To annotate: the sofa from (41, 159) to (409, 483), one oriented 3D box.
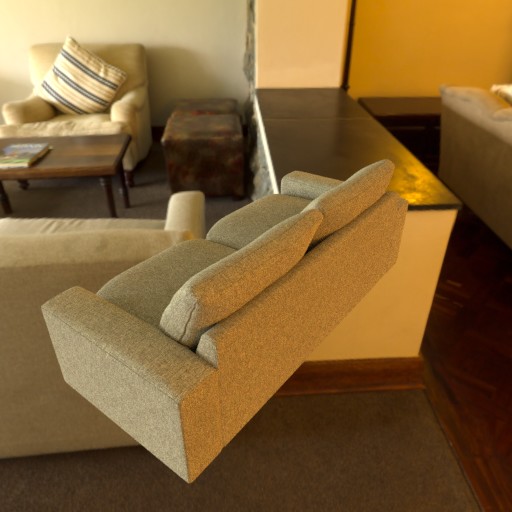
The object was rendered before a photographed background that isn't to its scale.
[{"bbox_3d":[0.000,0.000,2.762,1.040,0.922,2.299,22,38,31],"label":"sofa"}]
